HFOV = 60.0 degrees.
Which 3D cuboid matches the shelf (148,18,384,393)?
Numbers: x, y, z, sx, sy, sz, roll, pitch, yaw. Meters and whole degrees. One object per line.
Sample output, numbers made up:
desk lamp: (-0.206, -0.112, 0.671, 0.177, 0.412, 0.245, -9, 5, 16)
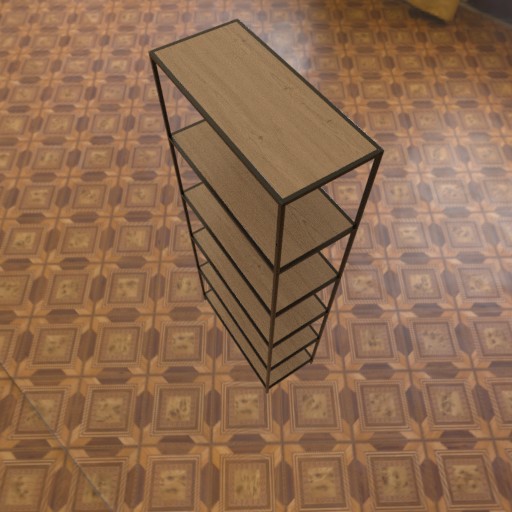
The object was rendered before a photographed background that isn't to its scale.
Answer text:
shelf: (0.000, 0.000, 2.136, 0.350, 1.850, 0.770, -29, 63, -17)
